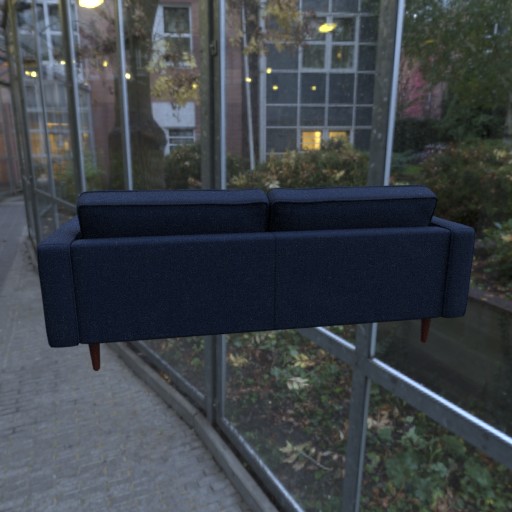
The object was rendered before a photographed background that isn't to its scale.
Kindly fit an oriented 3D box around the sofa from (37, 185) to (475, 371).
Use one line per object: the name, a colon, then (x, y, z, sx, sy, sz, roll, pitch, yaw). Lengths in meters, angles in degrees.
sofa: (0.000, 0.000, 2.316, 1.880, 0.762, 0.914, -3, 15, -10)
